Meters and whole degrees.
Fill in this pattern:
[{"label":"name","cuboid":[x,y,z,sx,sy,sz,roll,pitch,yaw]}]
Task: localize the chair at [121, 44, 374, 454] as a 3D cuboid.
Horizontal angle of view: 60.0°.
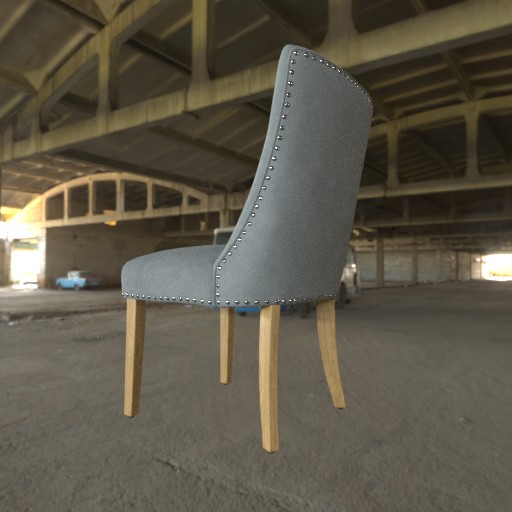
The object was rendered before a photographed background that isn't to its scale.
[{"label":"chair","cuboid":[0.000,0.000,1.266,0.610,0.902,0.495,-1,-2,35]}]
